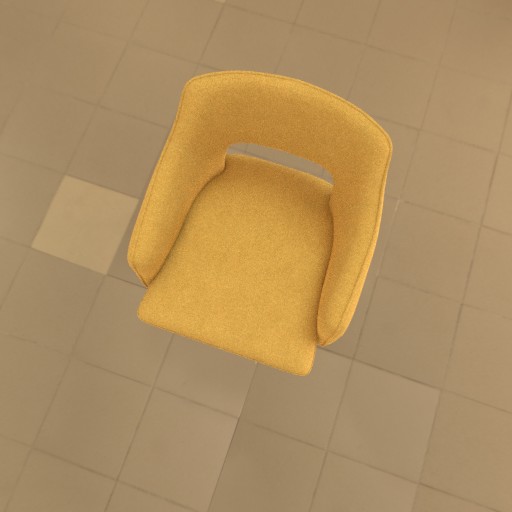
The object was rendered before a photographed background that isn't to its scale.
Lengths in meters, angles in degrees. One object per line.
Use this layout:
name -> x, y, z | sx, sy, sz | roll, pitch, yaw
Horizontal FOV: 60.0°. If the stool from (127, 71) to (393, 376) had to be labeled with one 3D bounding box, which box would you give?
stool -> 0.000, 0.000, 1.271 | 0.548, 0.924, 0.558 | 18, 77, 4
